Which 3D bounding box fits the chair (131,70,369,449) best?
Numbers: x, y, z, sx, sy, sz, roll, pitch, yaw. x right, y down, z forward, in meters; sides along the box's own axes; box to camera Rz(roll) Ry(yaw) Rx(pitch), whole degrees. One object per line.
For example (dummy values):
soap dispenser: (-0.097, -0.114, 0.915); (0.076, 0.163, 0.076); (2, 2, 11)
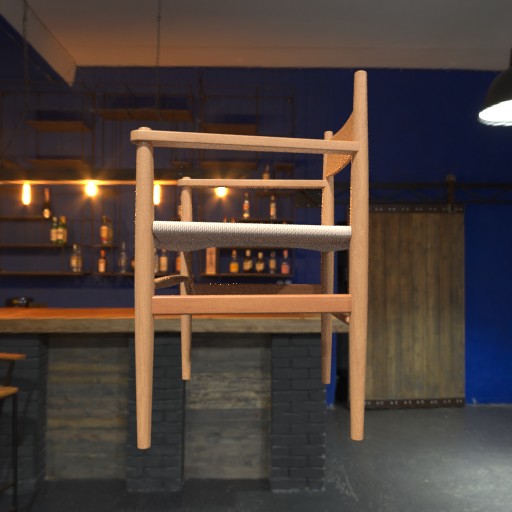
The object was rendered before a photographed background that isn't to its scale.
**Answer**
chair: (0.000, 0.000, 1.135); (0.495, 0.762, 0.556); (0, -1, 0)
